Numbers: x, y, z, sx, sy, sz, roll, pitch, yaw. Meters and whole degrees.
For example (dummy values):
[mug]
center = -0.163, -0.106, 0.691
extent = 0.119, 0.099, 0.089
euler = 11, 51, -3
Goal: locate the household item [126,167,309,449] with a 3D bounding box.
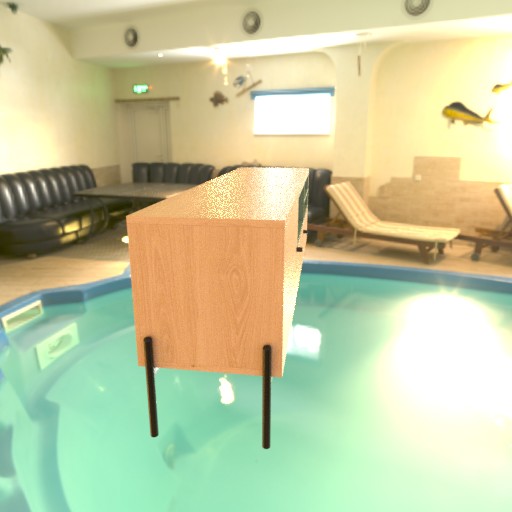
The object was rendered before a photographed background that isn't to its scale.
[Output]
[household item]
center = 0.000, 0.000, 1.828
extent = 0.400, 0.600, 1.550
euler = 2, 16, 8
